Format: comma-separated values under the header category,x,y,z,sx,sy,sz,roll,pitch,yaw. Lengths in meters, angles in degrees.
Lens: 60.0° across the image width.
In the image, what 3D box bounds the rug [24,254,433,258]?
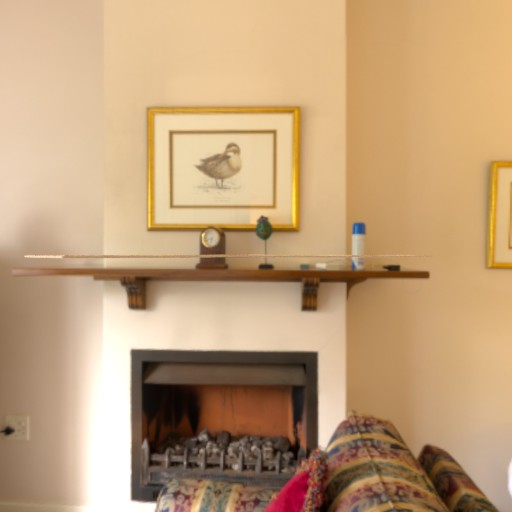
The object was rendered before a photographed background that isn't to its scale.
category,x,y,z,sx,sy,sz,roll,pitch,yaw
rug,0.000,0.000,2.670,2.383,0.018,0.857,0,0,-36
